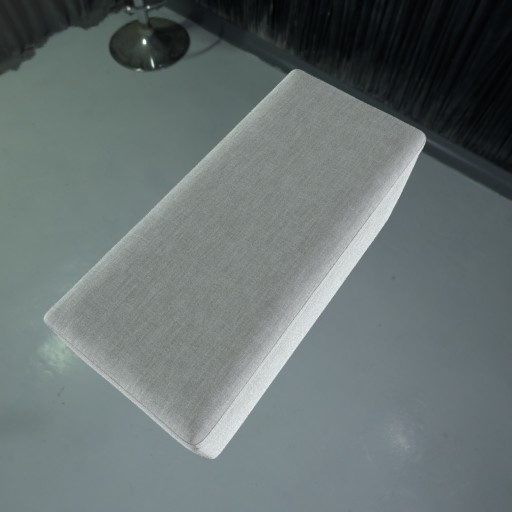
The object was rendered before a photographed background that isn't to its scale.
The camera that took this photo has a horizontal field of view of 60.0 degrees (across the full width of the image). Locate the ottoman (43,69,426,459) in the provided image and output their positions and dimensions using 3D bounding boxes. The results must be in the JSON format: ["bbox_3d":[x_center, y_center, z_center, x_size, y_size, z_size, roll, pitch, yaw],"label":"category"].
[{"bbox_3d":[0.000,0.000,1.136,0.419,0.432,0.902,34,68,16],"label":"ottoman"}]
